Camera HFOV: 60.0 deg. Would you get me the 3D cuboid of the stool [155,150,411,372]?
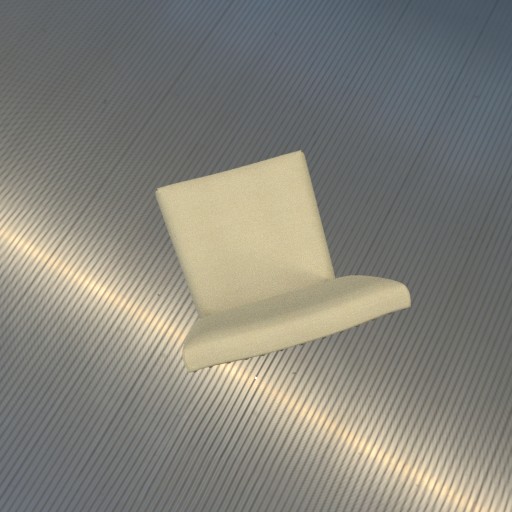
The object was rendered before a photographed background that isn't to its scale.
[{"bbox_3d":[0.000,0.000,1.350,0.508,0.986,0.623,-16,75,-4],"label":"stool"}]
